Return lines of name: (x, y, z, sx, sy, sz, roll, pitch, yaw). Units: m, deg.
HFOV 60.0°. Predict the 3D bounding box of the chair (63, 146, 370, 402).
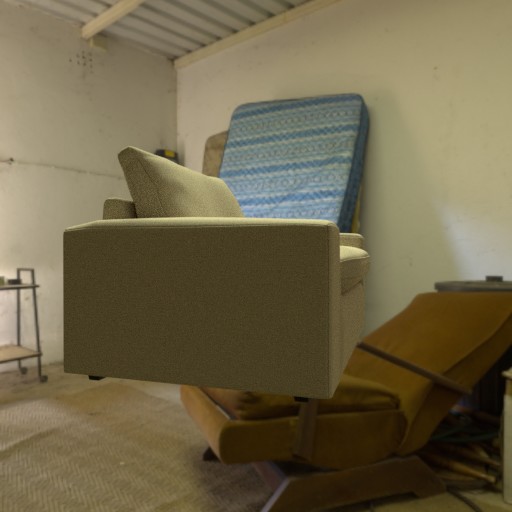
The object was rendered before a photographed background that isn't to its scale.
chair: (0.000, 0.000, 2.121, 1.039, 0.915, 1.398, 0, 0, 18)
